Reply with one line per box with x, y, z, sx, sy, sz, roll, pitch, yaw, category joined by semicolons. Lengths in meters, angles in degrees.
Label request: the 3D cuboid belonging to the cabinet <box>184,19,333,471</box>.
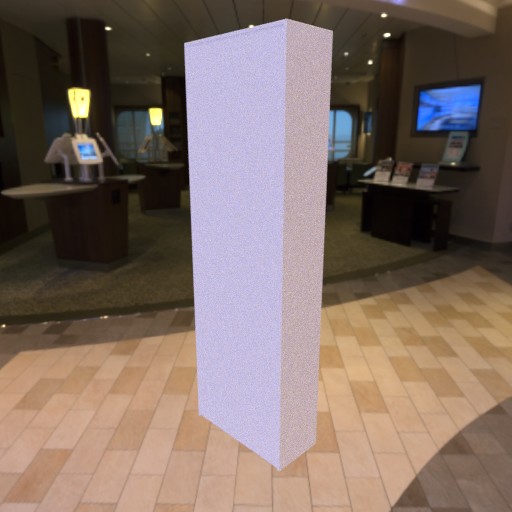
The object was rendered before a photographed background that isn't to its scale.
0.000;0.000;1.813;0.255;1.630;0.520;-15;21;-43;cabinet
